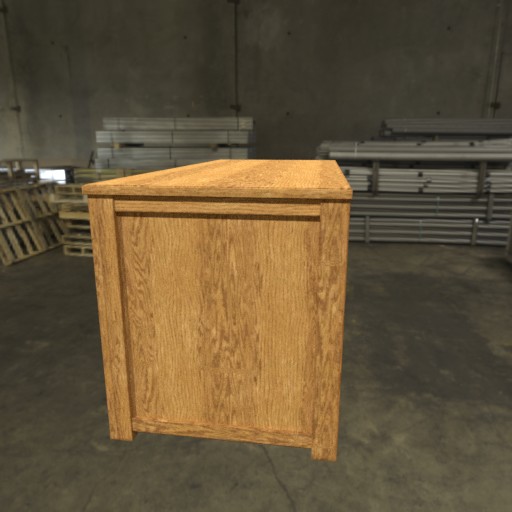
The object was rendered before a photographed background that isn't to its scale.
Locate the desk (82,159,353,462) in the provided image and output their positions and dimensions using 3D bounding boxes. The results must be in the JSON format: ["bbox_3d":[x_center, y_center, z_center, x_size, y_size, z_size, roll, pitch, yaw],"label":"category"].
[{"bbox_3d":[0.000,0.000,1.920,0.685,0.751,1.567,2,15,8],"label":"desk"}]
